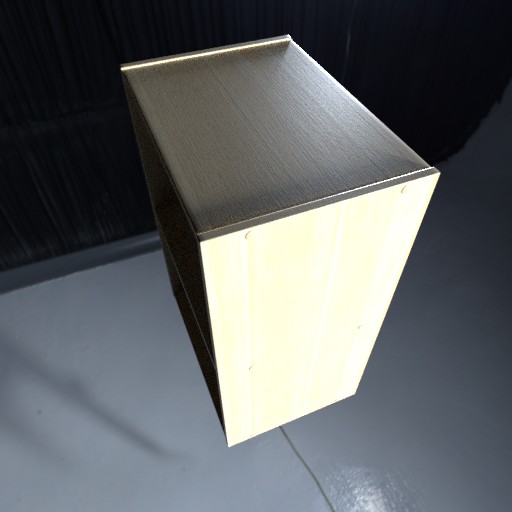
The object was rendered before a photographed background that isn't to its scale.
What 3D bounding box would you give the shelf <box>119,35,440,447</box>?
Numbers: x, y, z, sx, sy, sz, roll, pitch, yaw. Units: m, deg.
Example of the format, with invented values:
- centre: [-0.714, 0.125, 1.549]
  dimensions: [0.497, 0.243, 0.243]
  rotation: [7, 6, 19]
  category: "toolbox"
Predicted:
- centre: [0.000, 0.000, 0.820]
  dimensions: [0.290, 0.592, 0.414]
  rotation: [-17, 51, -15]
  category: "shelf"
